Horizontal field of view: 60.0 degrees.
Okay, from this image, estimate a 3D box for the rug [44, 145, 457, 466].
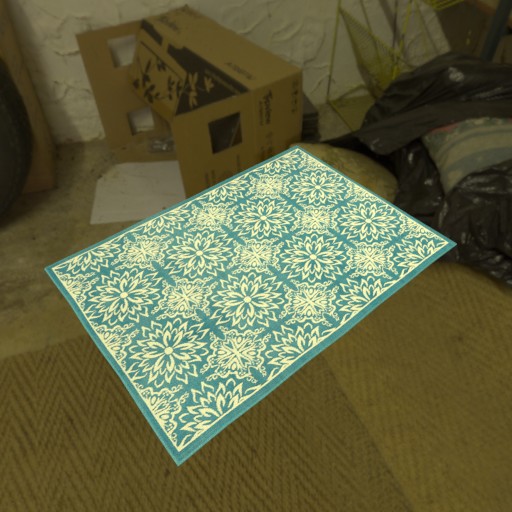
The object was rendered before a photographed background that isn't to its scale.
[{"bbox_3d":[0.000,0.000,2.885,2.205,0.012,1.554,-31,54,-26],"label":"rug"}]
